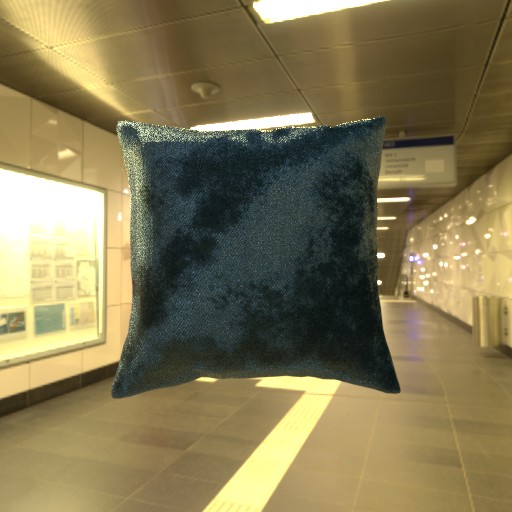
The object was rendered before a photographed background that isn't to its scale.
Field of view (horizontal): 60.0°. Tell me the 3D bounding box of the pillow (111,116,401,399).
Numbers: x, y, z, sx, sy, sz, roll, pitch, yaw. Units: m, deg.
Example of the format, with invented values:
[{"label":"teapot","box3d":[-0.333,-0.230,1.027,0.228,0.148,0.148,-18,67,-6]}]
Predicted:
[{"label":"pillow","box3d":[0.000,0.000,0.677,0.436,0.430,0.138,0,-1,0]}]
